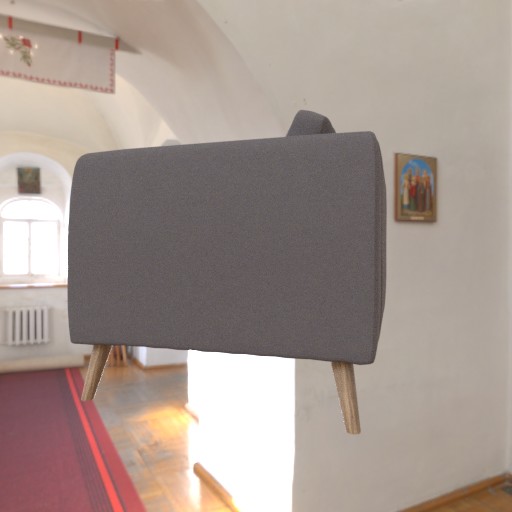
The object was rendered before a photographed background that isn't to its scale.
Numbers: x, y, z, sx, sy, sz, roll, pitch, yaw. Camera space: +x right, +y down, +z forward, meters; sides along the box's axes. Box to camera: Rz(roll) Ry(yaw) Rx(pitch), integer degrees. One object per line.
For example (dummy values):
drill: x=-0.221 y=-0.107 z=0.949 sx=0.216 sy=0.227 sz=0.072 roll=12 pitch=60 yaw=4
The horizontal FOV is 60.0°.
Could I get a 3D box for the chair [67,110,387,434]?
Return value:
chair: x=0.000 y=0.000 z=1.662 sx=0.930 sy=0.860 sz=1.000 roll=0 pitch=1 yaw=17
